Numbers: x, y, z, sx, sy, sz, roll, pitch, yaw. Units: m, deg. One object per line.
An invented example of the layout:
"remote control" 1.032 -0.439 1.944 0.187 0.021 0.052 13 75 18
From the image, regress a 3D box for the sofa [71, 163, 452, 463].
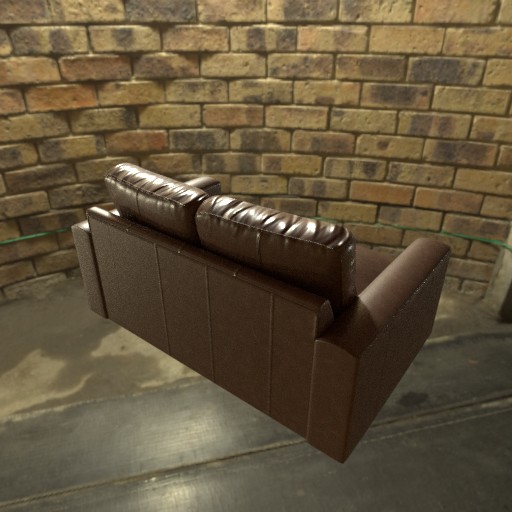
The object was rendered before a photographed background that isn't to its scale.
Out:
"sofa" 0.000 0.000 2.237 1.616 0.873 1.016 21 36 32
